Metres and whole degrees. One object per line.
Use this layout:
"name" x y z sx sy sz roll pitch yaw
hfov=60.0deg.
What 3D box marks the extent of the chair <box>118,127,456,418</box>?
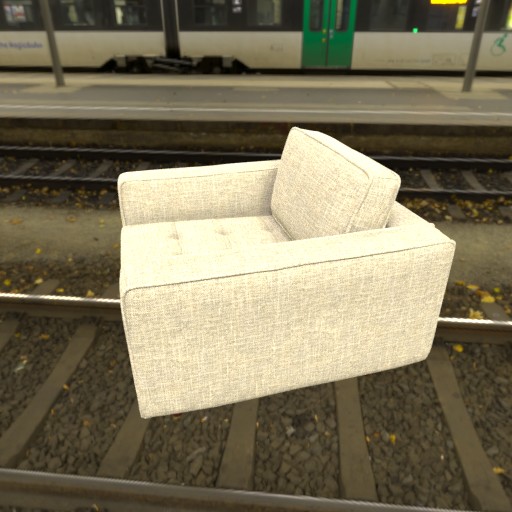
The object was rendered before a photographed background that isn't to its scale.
"chair" 0.000 0.000 1.558 0.914 0.765 0.889 -8 29 -14
